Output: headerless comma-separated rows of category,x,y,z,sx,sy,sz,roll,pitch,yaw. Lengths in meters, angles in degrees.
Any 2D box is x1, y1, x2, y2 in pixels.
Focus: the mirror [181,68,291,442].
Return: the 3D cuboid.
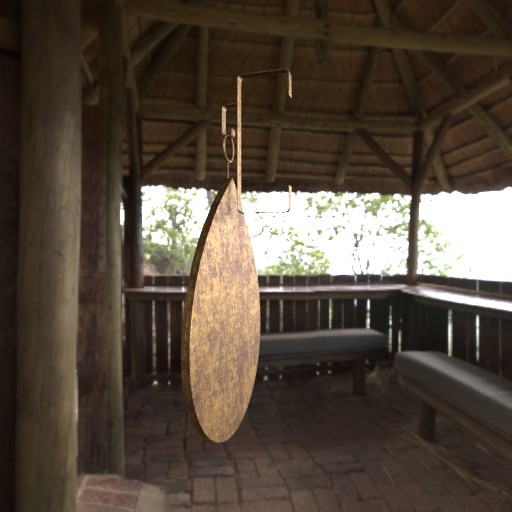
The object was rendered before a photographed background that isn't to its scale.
mirror,0.000,0.000,0.906,0.144,0.744,0.405,0,0,17
